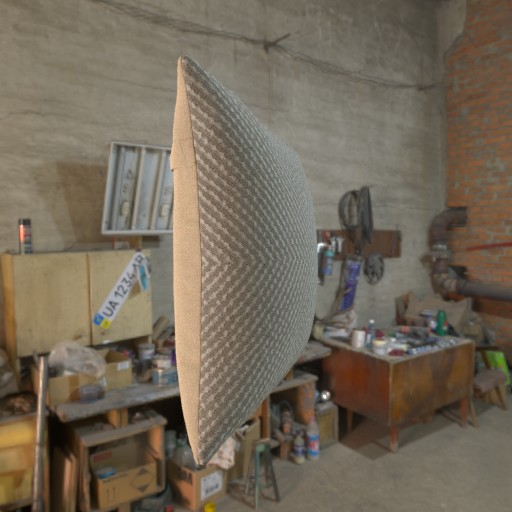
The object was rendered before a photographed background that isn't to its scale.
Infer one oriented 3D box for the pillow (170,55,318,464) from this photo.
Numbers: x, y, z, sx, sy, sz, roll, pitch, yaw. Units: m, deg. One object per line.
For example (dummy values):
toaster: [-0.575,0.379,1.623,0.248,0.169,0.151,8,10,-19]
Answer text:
pillow: [0.000,0.000,0.702,0.181,0.458,0.459,1,2,18]
